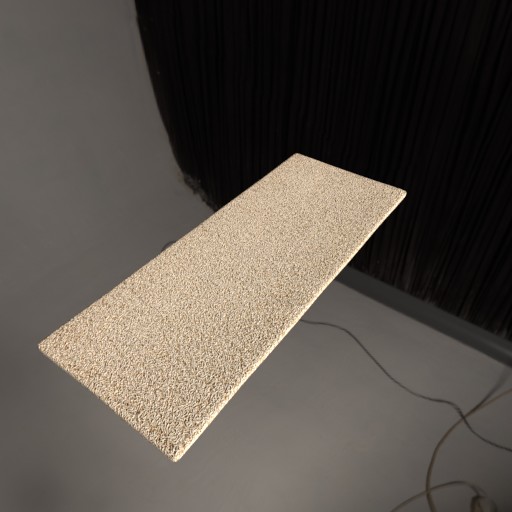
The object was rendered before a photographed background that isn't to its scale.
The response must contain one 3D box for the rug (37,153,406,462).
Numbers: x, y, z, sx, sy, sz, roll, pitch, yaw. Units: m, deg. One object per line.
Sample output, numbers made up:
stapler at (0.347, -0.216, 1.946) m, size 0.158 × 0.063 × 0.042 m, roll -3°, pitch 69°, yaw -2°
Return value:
rug at (0.000, 0.000, 1.725) m, size 0.609 × 0.030 × 1.524 m, roll 26°, pitch 48°, yaw 26°
